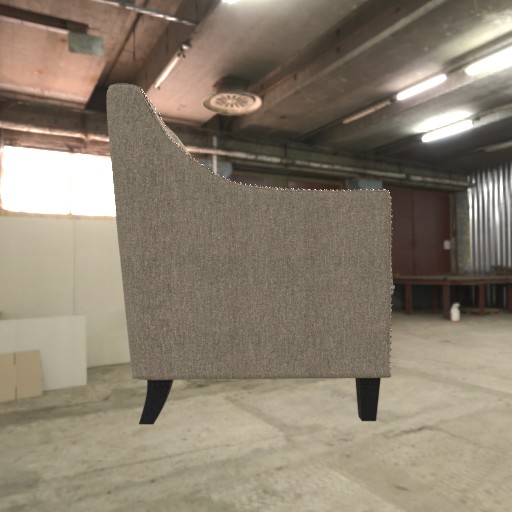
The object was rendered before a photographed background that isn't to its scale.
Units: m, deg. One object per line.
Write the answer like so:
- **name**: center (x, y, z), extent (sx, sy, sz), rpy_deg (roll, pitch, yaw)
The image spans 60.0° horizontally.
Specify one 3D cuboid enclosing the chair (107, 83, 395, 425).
- **chair**: center (0.000, 0.000, 1.625), extent (0.884, 0.967, 0.776), rpy_deg (0, -2, -1)
